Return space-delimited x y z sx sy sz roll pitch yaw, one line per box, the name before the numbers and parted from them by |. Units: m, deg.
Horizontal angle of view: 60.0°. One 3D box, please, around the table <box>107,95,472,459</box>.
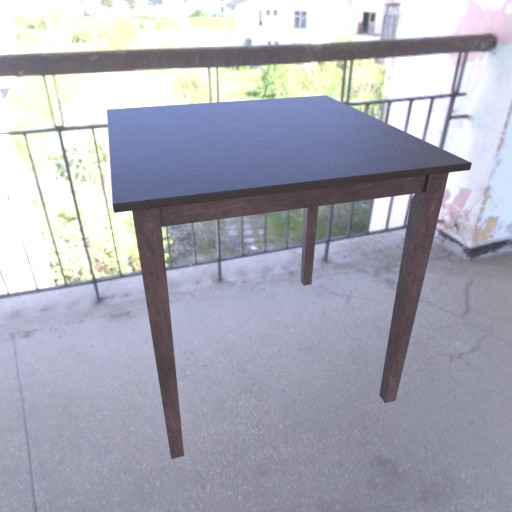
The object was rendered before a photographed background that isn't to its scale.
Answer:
table | 0.000 0.000 1.369 0.749 0.770 0.749 -9 32 -14
